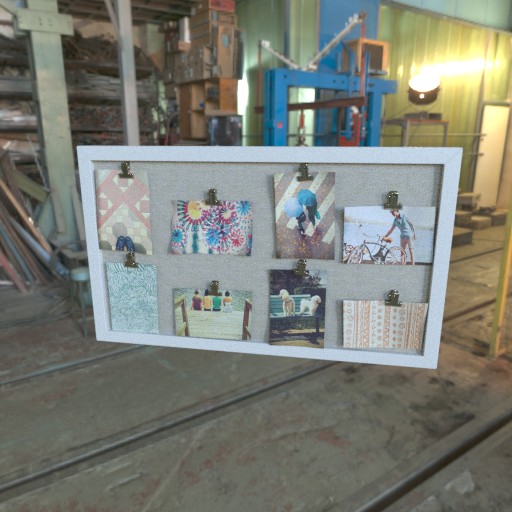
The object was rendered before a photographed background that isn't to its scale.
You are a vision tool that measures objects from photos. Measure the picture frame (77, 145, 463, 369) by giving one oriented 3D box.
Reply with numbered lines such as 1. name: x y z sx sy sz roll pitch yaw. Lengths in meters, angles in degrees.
1. picture frame: 0.000 0.000 0.790 0.647 0.379 0.044 3 15 10
